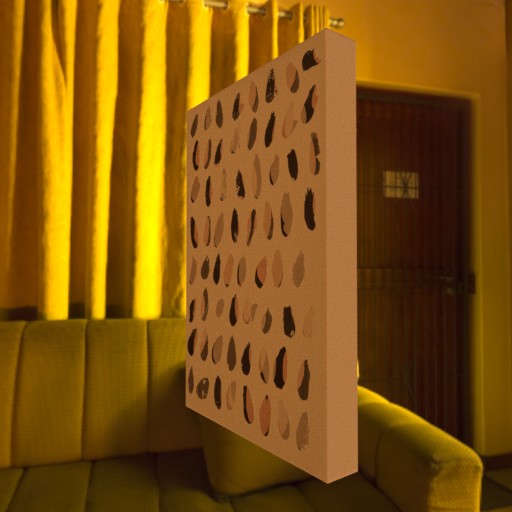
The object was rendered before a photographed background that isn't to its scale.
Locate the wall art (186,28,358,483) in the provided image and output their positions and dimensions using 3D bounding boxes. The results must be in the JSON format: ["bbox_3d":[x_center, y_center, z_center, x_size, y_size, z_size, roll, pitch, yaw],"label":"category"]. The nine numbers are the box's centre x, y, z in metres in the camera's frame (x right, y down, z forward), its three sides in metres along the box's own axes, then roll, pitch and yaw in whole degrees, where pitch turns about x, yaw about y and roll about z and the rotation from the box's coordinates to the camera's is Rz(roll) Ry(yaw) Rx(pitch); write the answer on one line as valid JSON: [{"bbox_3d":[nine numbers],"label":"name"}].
[{"bbox_3d":[0.000,0.000,0.483,0.039,0.381,0.252,1,-2,-36],"label":"wall art"}]
